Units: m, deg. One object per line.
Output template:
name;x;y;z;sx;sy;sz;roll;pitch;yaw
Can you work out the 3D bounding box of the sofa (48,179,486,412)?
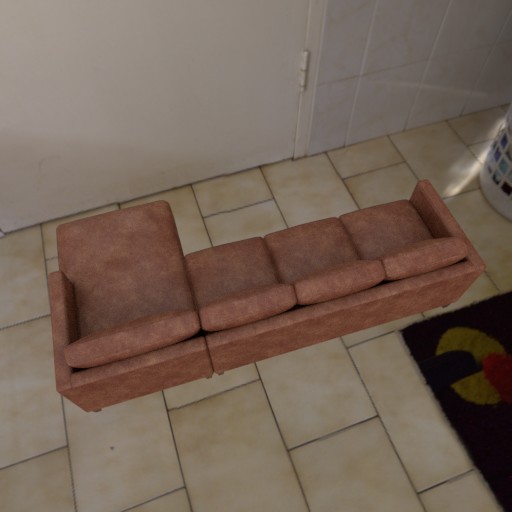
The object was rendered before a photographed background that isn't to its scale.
sofa;0.000;0.000;3.765;3.203;0.883;1.581;-15;59;-9
